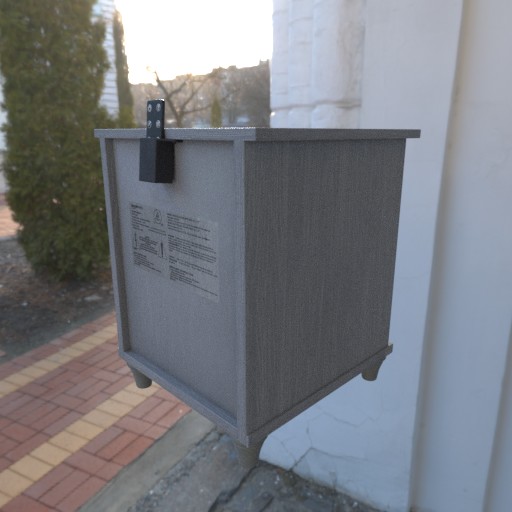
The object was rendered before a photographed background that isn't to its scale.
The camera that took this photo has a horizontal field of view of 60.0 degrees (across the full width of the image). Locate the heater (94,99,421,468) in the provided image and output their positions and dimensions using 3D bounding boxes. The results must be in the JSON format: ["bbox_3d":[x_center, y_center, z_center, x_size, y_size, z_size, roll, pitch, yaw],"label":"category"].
[{"bbox_3d":[0.000,0.000,0.748,0.400,0.481,0.362,-15,21,-43],"label":"heater"}]
